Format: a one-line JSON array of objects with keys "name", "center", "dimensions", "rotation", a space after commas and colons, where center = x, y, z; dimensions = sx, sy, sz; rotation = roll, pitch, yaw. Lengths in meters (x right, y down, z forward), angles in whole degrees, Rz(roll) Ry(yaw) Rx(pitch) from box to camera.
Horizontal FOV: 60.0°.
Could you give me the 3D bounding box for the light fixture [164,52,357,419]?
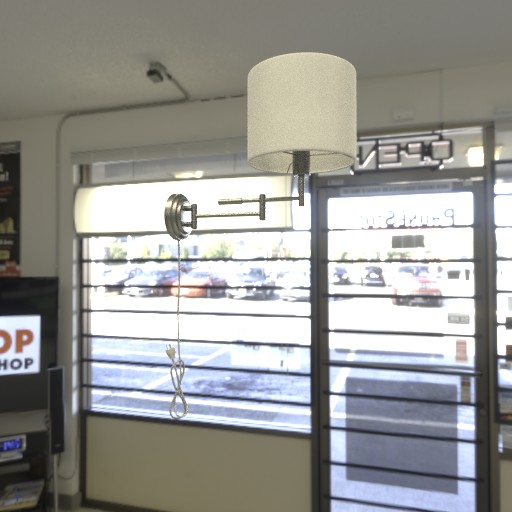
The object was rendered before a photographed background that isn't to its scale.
[{"name": "light fixture", "center": [0.000, 0.000, 1.077], "dimensions": [0.479, 0.842, 0.253], "rotation": [0, -1, 19]}]
